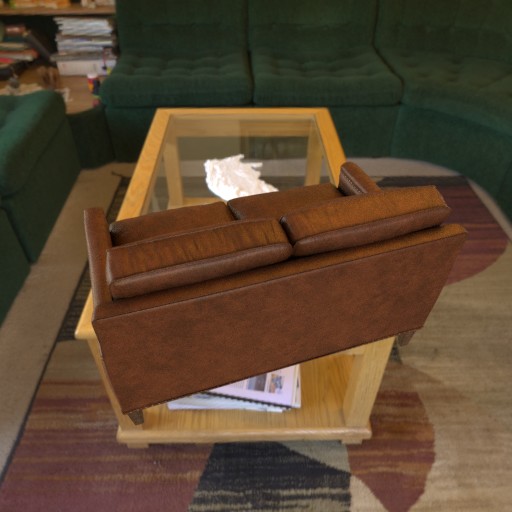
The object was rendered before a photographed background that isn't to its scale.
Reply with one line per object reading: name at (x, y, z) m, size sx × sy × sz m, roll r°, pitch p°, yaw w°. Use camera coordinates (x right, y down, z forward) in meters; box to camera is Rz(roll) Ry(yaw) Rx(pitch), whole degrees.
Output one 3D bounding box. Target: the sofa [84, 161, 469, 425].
sofa at (0.000, 0.000, 2.245) m, size 1.628 × 1.003 × 1.083 m, roll -12°, pitch 42°, yaw -14°
